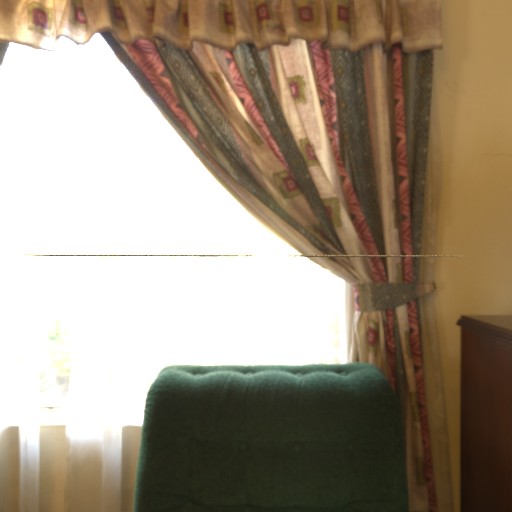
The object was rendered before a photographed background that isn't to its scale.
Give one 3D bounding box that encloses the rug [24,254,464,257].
[{"bbox_3d":[0.000,0.000,2.736,2.438,0.006,0.783,0,0,-17],"label":"rug"}]
